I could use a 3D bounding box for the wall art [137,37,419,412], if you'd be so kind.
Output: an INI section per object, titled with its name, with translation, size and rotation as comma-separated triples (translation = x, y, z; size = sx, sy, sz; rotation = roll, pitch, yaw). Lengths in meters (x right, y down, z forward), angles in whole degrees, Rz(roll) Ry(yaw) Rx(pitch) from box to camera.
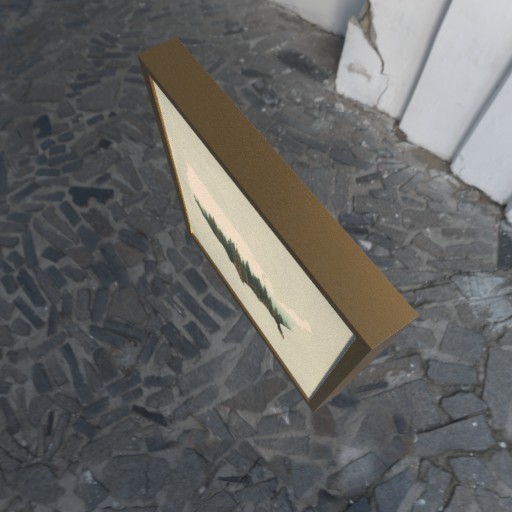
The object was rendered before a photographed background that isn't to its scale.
[wall art]
translation = 0.000, 0.000, 0.461
size = 0.038, 0.304, 0.304
rotation = -31, 68, -14
